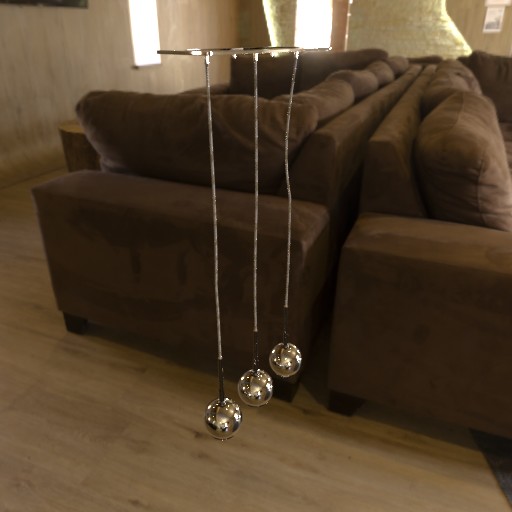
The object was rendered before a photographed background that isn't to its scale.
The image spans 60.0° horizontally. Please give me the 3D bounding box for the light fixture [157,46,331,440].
[{"bbox_3d":[0.000,0.000,1.659,0.188,1.408,0.623,19,32,33],"label":"light fixture"}]
